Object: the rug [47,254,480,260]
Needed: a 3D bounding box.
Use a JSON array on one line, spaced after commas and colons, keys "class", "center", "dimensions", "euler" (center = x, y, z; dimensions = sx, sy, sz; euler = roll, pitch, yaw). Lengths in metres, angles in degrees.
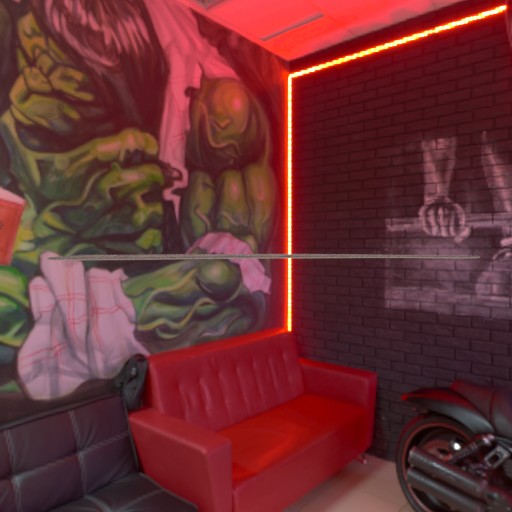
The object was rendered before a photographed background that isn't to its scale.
[{"class": "rug", "center": [0.000, 0.000, 3.160], "dimensions": [2.498, 0.022, 1.535], "euler": [0, 1, -16]}]
